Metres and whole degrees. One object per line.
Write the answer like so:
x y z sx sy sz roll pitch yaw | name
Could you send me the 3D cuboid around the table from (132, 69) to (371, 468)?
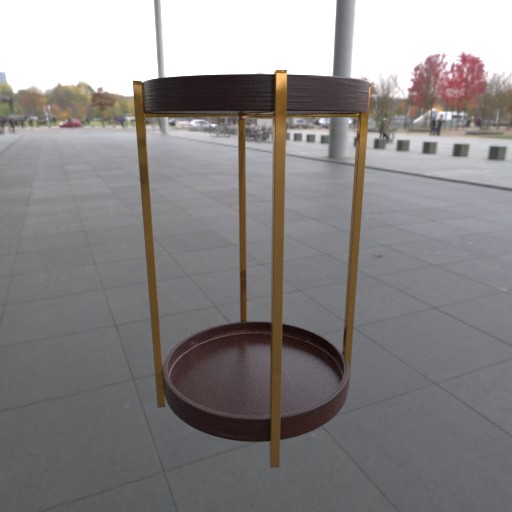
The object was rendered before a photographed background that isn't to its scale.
0.000 0.000 0.831 0.400 0.610 0.400 -3 17 -9 | table
